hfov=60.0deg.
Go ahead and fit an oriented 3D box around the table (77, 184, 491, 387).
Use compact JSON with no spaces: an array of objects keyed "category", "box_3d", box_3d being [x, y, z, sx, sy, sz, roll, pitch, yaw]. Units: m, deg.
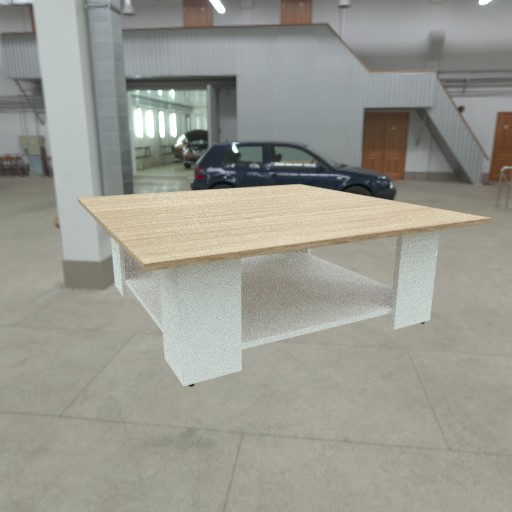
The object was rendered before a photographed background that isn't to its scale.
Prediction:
[{"category":"table","box_3d":[0.000,0.000,1.354,0.890,0.305,0.890,-8,17,-27]}]
